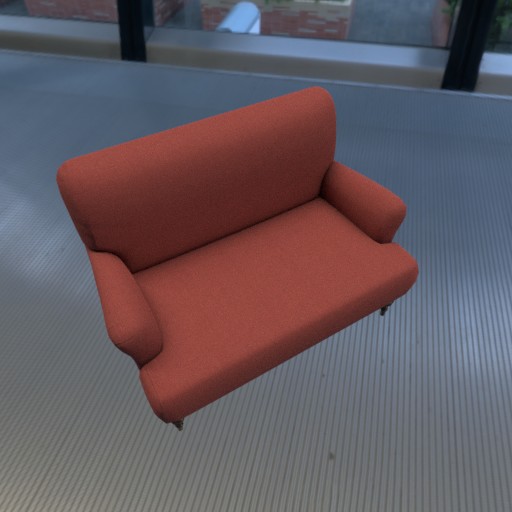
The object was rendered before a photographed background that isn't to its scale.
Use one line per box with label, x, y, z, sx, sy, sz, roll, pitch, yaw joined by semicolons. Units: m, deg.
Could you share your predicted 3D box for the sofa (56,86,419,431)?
sofa;0.000;0.000;1.834;1.297;0.889;0.779;-24;51;-21
